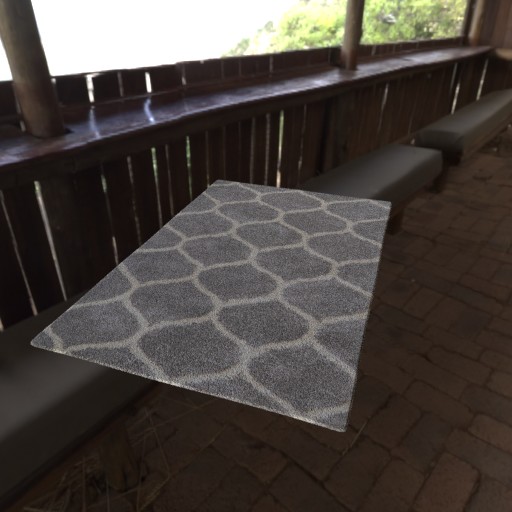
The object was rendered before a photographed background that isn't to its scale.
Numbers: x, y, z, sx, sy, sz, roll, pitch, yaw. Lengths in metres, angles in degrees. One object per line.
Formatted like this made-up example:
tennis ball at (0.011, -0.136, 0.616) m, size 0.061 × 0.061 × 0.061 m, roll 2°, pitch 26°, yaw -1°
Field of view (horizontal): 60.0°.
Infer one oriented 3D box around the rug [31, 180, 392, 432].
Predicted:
rug at (0.000, 0.000, 3.360) m, size 1.801 × 0.026 × 2.701 m, roll 10°, pitch 32°, yaw 16°
